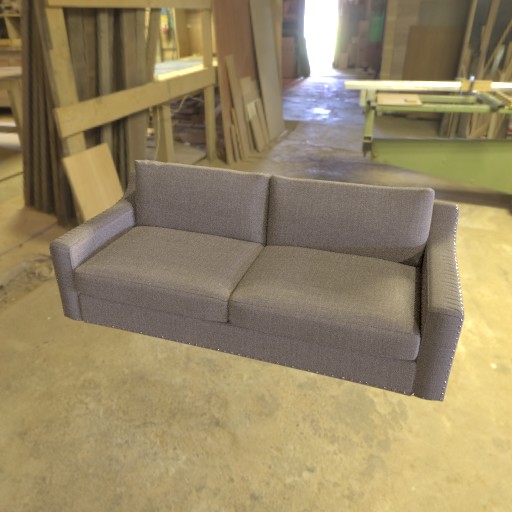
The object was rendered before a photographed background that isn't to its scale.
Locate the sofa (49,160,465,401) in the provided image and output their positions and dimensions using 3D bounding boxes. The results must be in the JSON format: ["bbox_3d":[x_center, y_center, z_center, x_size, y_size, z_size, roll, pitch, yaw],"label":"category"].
[{"bbox_3d":[0.000,0.000,2.650,2.208,0.857,1.000,9,29,16],"label":"sofa"}]
